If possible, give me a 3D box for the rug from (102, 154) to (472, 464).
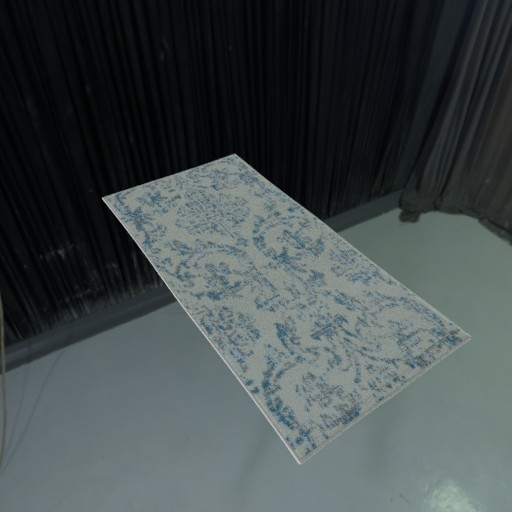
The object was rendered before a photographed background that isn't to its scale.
[{"bbox_3d":[0.000,0.000,1.460,0.605,0.007,1.220,-25,48,-25],"label":"rug"}]
